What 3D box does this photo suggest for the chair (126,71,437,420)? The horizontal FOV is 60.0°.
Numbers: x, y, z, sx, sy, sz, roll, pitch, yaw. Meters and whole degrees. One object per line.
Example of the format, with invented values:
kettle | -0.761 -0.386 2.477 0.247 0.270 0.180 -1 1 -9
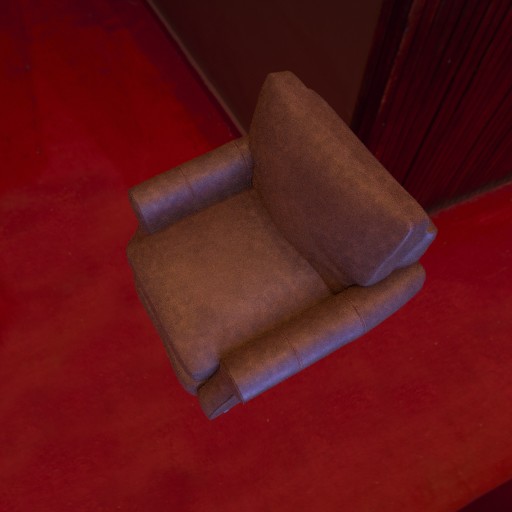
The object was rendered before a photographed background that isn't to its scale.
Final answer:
chair | 0.000 0.000 1.807 1.002 0.976 0.996 -27 66 -13
